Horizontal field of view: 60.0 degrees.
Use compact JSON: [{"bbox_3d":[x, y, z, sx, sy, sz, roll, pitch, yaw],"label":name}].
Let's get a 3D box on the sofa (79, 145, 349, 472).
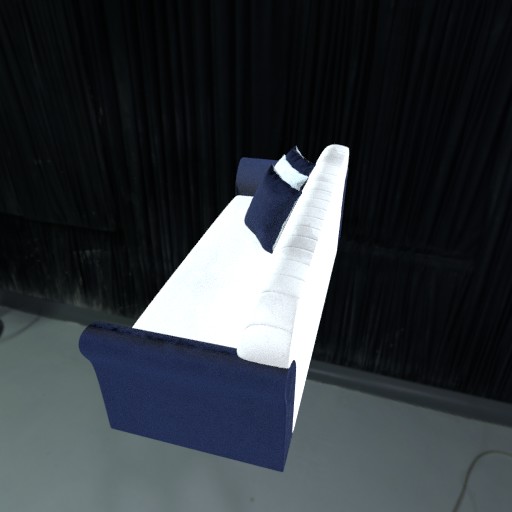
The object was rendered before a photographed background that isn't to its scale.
[{"bbox_3d":[0.000,0.000,2.374,0.749,0.789,2.006,8,32,13],"label":"sofa"}]
